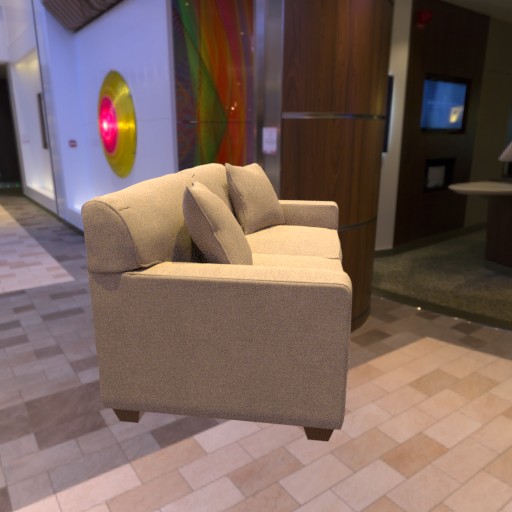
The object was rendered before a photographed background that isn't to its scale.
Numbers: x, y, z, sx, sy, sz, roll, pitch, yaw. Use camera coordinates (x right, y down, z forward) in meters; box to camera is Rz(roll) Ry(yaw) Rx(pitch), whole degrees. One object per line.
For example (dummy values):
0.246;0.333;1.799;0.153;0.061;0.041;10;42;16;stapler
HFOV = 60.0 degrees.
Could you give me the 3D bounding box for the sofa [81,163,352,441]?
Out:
0.000;0.000;2.456;0.998;0.958;1.846;2;16;8;sofa
